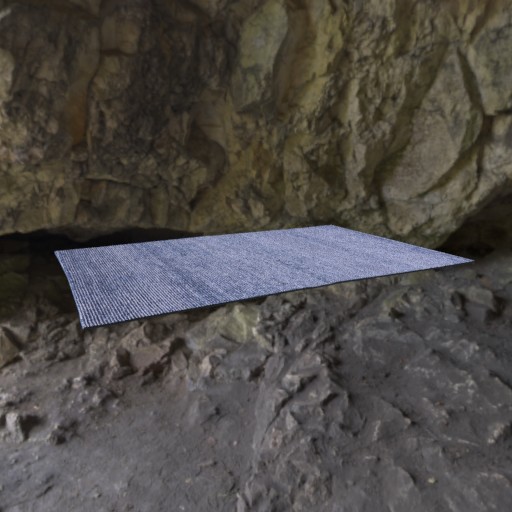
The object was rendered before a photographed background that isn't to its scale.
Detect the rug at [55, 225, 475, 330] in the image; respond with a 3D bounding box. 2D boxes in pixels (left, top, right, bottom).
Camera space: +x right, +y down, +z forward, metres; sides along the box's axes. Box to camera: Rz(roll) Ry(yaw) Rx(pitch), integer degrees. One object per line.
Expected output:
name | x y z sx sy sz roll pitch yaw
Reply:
rug | 0.000 0.000 2.213 1.777 0.021 1.145 -7 15 -26
